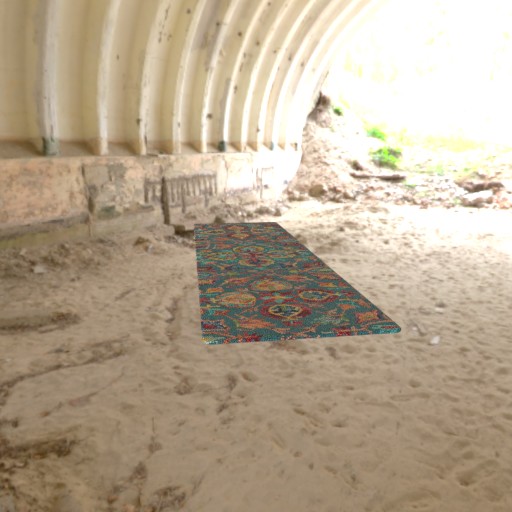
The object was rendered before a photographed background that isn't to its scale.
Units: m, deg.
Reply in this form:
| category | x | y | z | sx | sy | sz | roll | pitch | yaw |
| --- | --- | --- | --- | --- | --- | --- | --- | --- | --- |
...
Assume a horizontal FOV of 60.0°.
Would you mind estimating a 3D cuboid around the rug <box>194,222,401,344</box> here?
| category | x | y | z | sx | sy | sz | roll | pitch | yaw |
| --- | --- | --- | --- | --- | --- | --- | --- | --- | --- |
| rug | 0.000 | 0.000 | 2.562 | 0.686 | 0.013 | 2.286 | -2 | 14 | -8 |
